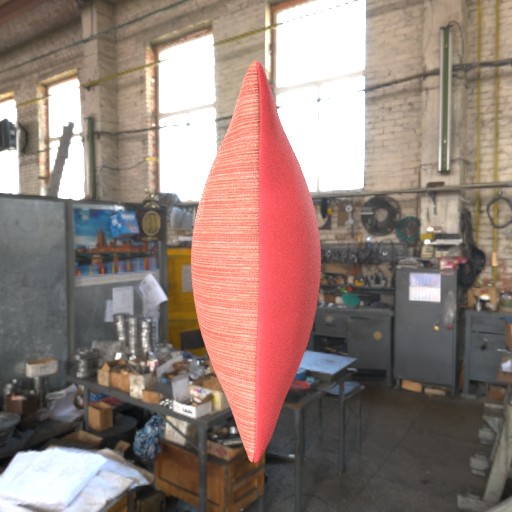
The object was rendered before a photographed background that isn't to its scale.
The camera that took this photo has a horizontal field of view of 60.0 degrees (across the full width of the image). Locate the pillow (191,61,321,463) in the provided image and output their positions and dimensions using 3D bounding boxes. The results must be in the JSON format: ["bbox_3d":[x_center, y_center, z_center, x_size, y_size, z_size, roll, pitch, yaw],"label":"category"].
[{"bbox_3d":[0.000,0.000,0.819,0.229,0.501,0.559,0,2,0],"label":"pillow"}]
